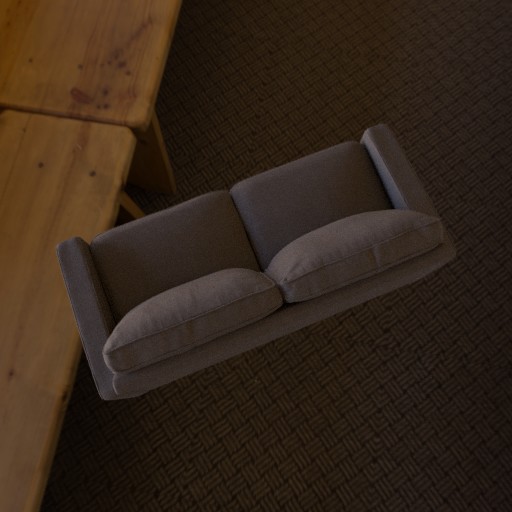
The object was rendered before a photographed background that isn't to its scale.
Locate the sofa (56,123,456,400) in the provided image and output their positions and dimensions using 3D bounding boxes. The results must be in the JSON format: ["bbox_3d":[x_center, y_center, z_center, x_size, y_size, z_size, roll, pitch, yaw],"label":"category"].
[{"bbox_3d":[0.000,0.000,2.588,2.080,0.919,0.940,-21,75,-6],"label":"sofa"}]
